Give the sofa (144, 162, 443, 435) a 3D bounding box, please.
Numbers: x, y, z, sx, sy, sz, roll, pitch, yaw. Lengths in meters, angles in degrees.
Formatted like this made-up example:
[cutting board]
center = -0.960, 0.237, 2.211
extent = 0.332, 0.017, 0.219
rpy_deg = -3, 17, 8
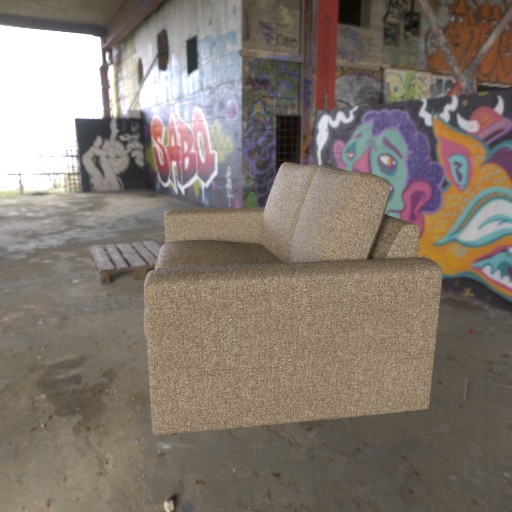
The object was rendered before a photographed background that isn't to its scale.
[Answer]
[sofa]
center = 0.000, 0.000, 2.194
extent = 1.016, 0.873, 1.616
rpy_deg = -2, 14, -9
